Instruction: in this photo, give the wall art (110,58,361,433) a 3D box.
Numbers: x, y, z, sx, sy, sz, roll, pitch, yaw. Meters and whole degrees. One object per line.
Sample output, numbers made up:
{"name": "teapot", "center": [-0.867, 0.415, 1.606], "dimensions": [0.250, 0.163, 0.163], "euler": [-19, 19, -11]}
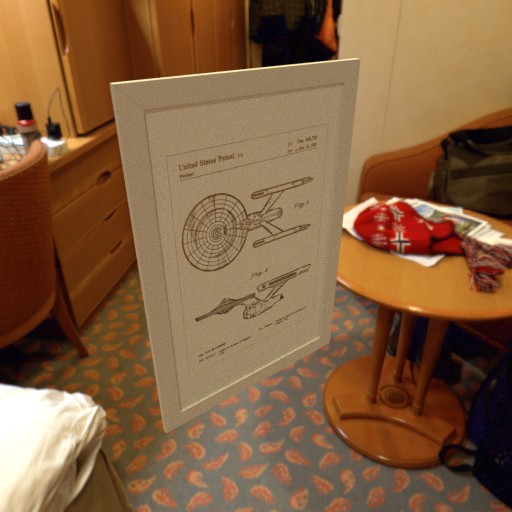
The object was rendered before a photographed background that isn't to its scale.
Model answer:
{"name": "wall art", "center": [0.000, 0.000, 0.840], "dimensions": [0.454, 0.659, 0.011], "euler": [-20, 36, -31]}
